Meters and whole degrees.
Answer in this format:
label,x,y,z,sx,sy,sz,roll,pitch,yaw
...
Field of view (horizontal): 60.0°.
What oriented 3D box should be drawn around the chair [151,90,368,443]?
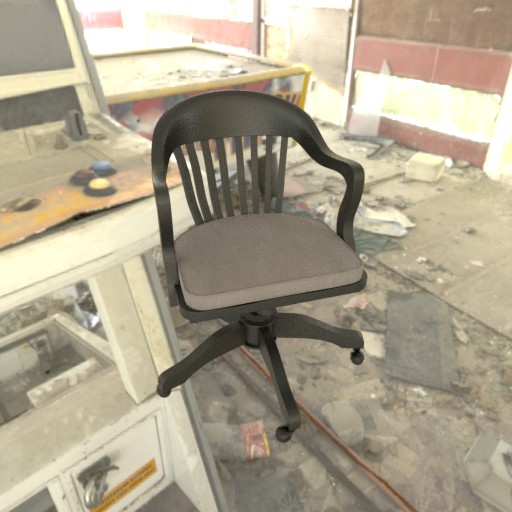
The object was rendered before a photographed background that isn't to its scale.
label,x,y,z,sx,sy,sz,roll,pitch,yaw
chair,0.000,0.000,1.433,0.750,0.878,0.788,-9,33,-14
